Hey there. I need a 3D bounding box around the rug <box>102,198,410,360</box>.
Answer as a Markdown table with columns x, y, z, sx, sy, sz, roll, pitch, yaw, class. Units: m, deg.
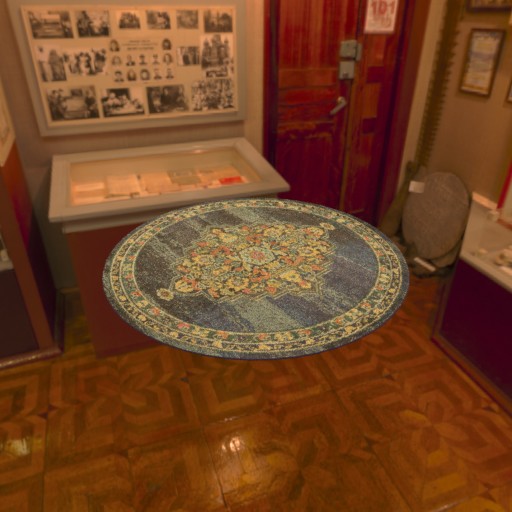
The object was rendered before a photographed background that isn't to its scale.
| x | y | z | sx | sy | sz | roll | pitch | yaw | class |
| --- | --- | --- | --- | --- | --- | --- | --- | --- | --- |
| 0.000 | 0.000 | 2.393 | 1.591 | 0.010 | 1.591 | 0 | 30 | 0 | rug |
